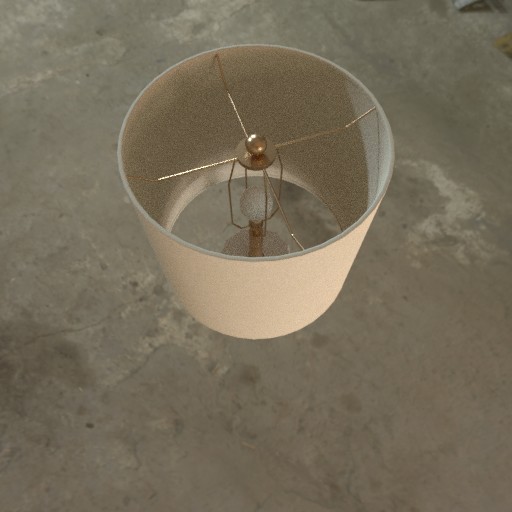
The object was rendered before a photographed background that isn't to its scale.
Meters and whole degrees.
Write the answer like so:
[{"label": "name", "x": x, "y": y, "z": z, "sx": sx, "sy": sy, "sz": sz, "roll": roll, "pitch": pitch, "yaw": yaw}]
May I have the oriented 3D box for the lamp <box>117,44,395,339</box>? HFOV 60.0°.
[{"label": "lamp", "x": 0.000, "y": 0.000, "z": 0.686, "sx": 0.277, "sy": 0.537, "sz": 0.277, "roll": 17, "pitch": 65, "yaw": 8}]
